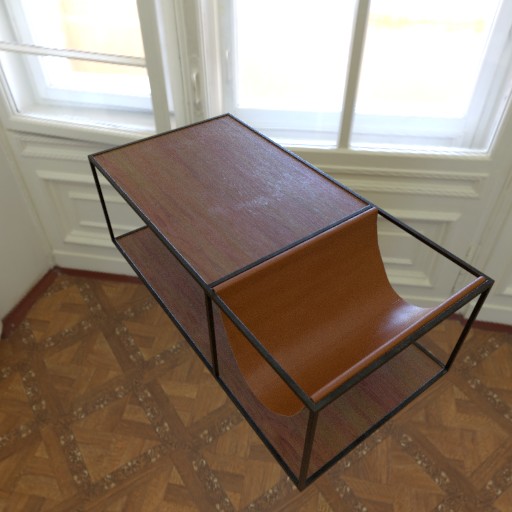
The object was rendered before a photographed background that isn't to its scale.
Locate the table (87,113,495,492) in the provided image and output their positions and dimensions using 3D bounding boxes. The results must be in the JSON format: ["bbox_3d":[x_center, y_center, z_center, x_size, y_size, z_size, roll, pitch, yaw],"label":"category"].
[{"bbox_3d":[0.000,0.000,1.462,0.597,0.403,1.199,-26,48,-26],"label":"table"}]
